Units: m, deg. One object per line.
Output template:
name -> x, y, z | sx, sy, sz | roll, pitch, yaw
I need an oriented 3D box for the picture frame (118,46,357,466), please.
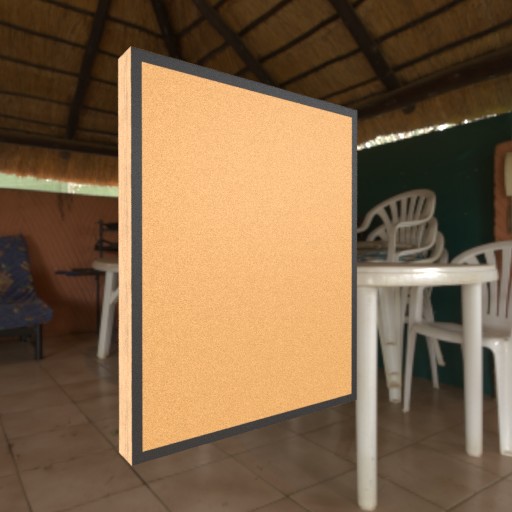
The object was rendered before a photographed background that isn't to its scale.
picture frame -> 0.000, 0.000, 0.698 | 0.421, 0.526, 0.046 | 0, 1, -36
